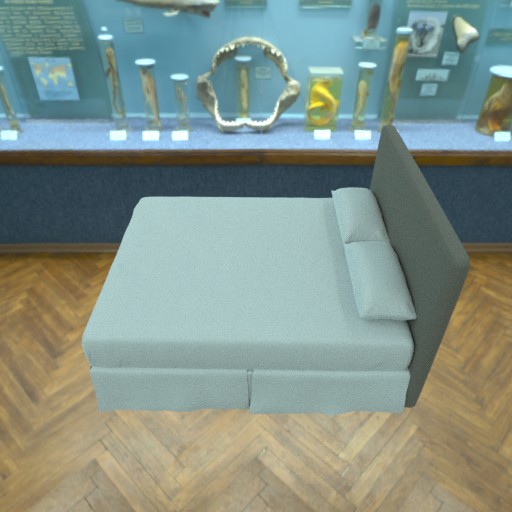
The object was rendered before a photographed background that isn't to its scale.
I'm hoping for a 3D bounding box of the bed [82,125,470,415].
[{"bbox_3d":[0.000,0.000,3.196,2.142,1.330,1.748,1,39,1],"label":"bed"}]
